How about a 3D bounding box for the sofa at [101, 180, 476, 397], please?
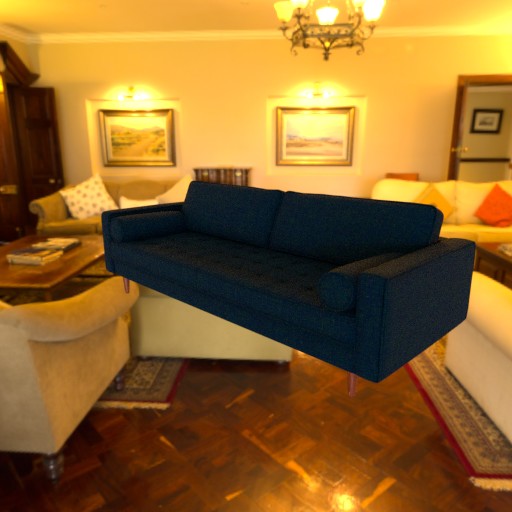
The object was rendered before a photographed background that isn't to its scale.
[{"bbox_3d":[0.000,0.000,2.684,2.210,0.762,0.914,14,20,43],"label":"sofa"}]
